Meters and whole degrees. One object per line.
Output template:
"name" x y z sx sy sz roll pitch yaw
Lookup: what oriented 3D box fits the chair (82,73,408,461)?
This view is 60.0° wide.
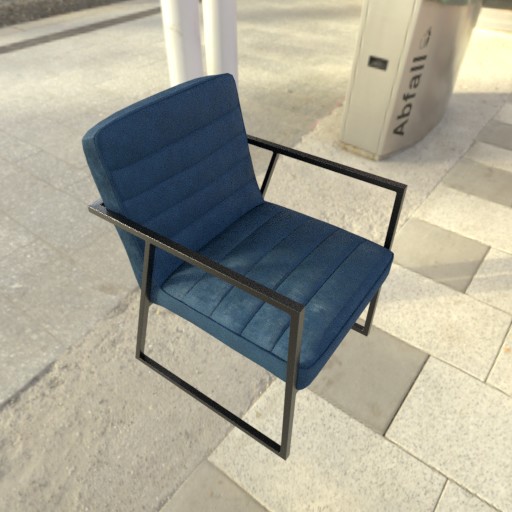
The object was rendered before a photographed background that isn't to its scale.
"chair" 0.000 0.000 1.296 0.677 0.833 0.571 25 47 26
